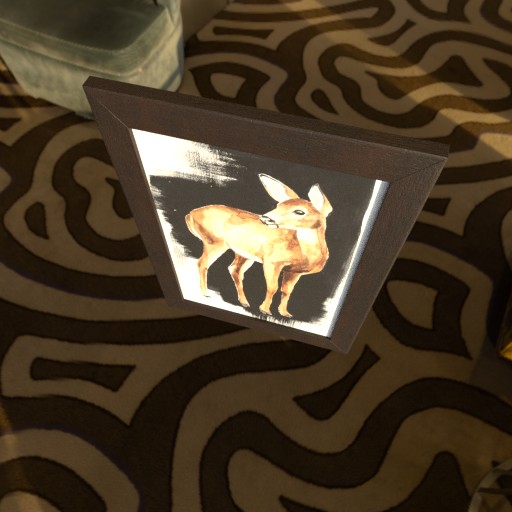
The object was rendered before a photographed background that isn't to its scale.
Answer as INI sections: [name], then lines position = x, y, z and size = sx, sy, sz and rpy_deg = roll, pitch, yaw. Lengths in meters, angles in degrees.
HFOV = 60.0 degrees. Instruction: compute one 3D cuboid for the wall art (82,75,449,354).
[wall art]
position = 0.000, 0.000, 0.640
size = 0.359, 0.513, 0.017
rpy_deg = 14, 59, 8
